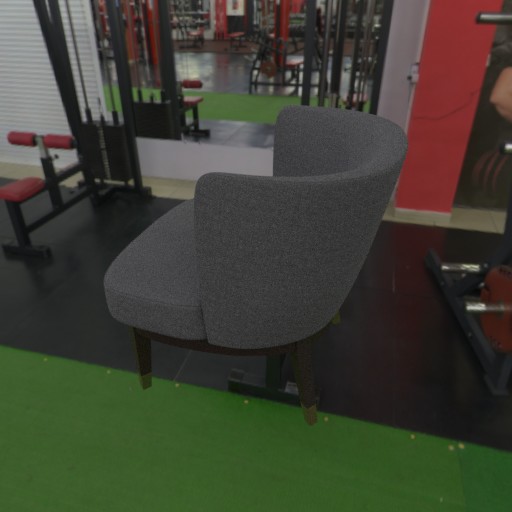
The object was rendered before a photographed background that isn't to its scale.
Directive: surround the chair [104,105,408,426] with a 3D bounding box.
[{"bbox_3d":[0.000,0.000,1.232,0.698,0.695,0.639,9,32,15],"label":"chair"}]
